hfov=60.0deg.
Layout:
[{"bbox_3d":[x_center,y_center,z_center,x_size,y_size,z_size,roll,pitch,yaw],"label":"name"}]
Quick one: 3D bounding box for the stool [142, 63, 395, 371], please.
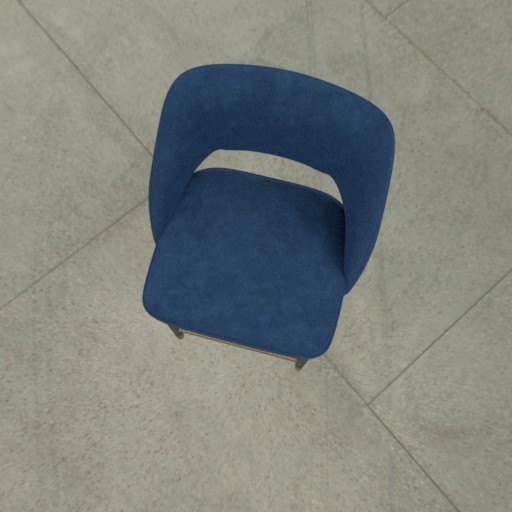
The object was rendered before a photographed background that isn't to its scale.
[{"bbox_3d":[0.000,0.000,1.214,0.536,0.925,0.524,14,76,3],"label":"stool"}]
